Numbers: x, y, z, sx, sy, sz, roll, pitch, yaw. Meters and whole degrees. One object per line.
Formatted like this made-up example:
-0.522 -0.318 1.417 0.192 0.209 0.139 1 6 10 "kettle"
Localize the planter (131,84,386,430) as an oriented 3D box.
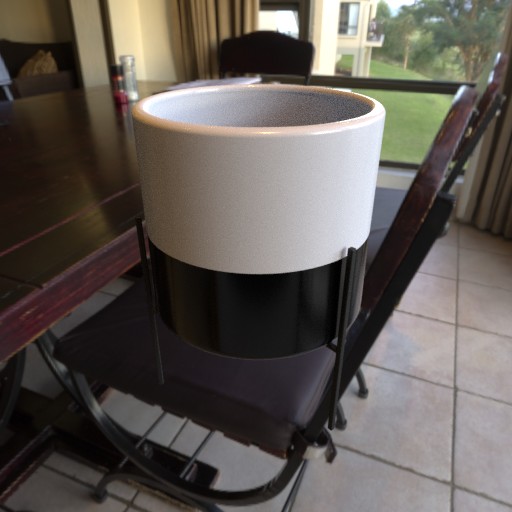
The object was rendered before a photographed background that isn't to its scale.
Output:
0.000 0.000 0.644 0.310 0.432 0.310 2 29 3 "planter"
